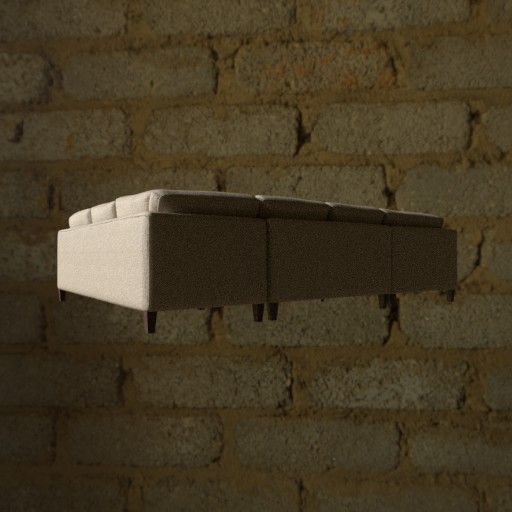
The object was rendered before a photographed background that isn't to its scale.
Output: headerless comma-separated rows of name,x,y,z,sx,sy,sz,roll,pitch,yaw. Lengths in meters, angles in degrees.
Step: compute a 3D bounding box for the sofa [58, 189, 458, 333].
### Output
sofa,0.000,0.000,4.708,3.460,0.959,2.593,0,0,-35
